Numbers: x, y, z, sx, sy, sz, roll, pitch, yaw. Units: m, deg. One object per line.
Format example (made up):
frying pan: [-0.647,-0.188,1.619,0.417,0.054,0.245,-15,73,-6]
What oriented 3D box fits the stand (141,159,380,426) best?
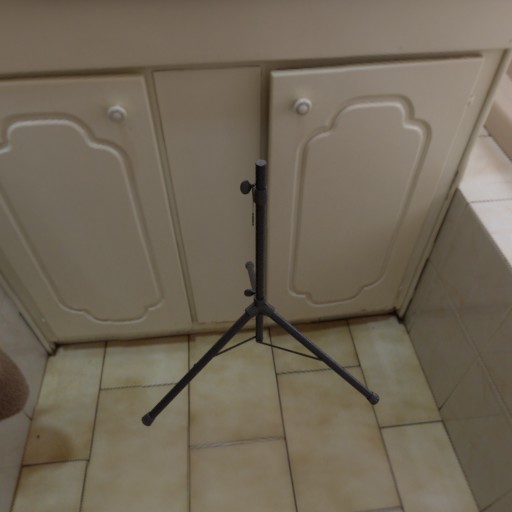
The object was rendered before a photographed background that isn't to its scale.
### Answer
stand: [0.000,0.000,1.826,1.045,1.136,0.907,-3,47,-3]
